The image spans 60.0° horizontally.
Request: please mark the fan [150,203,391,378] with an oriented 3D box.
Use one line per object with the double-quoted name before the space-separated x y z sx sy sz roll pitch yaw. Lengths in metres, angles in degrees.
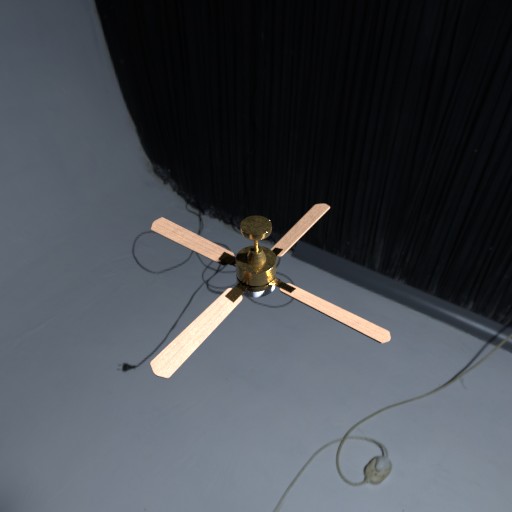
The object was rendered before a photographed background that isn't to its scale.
"fan" 0.000 0.000 1.991 1.320 0.355 1.320 26 49 25
